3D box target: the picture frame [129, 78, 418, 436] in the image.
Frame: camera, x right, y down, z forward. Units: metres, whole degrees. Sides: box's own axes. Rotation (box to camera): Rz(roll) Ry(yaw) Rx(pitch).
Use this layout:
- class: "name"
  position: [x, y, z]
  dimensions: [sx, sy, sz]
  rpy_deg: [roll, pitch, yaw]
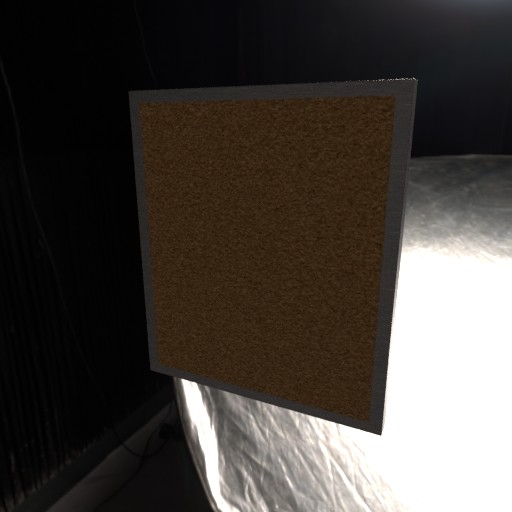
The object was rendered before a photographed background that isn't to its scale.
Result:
- class: "picture frame"
  position: [0.000, 0.000, 0.528]
  dimensions: [0.327, 0.378, 0.027]
  rpy_deg: [8, 18, 25]
